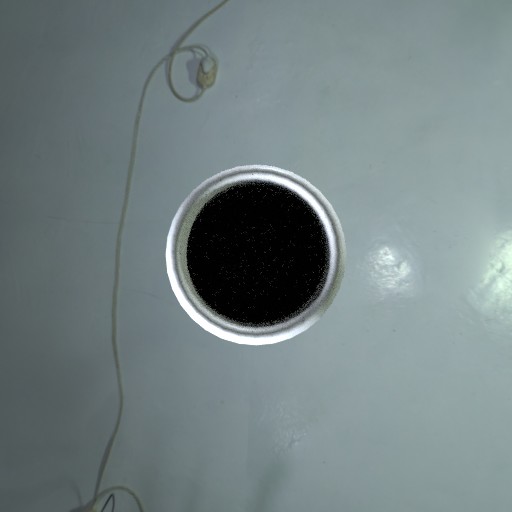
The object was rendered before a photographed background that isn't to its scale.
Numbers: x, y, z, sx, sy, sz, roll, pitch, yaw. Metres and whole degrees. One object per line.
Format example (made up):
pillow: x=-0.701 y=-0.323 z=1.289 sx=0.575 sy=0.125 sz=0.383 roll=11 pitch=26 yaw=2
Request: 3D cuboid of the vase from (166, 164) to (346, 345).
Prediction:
vase: x=0.000 y=0.000 z=0.380 sx=0.137 sy=0.307 sz=0.137 roll=0 pitch=89 yaw=0
